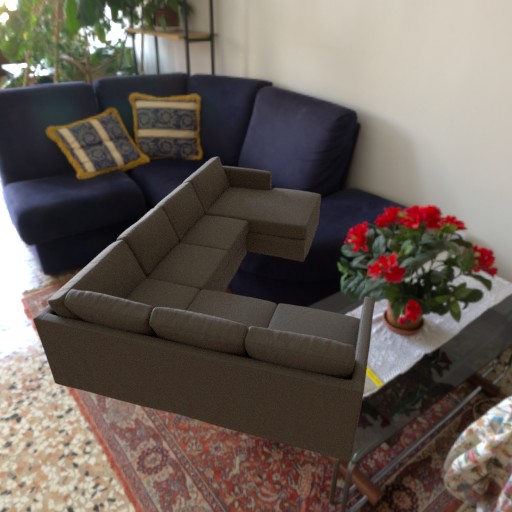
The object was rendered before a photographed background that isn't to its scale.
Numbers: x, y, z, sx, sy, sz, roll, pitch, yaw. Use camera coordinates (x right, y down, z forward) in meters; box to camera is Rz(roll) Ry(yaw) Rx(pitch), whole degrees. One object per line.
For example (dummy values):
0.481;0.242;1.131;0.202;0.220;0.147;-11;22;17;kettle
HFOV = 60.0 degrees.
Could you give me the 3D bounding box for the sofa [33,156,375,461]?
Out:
0.000;0.000;4.512;2.427;0.882;3.460;9;33;14;sofa
